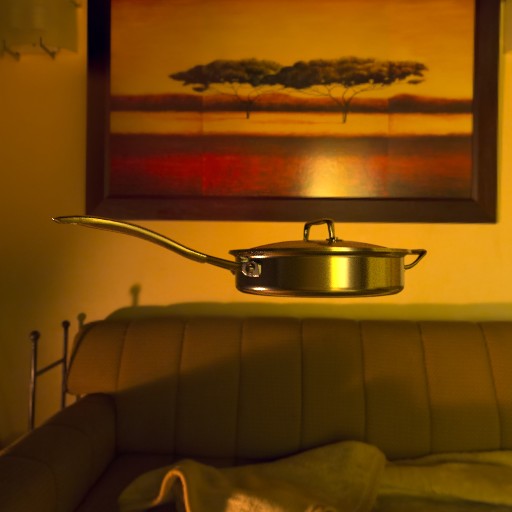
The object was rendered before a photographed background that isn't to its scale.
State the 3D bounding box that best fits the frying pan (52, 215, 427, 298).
[{"bbox_3d":[0.000,0.000,0.665,0.561,0.114,0.280,0,-1,-18],"label":"frying pan"}]
